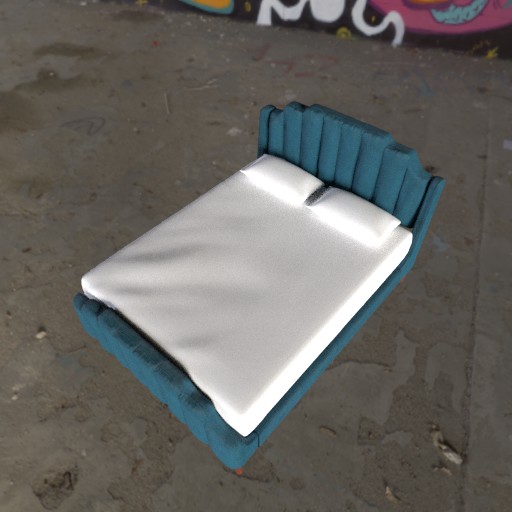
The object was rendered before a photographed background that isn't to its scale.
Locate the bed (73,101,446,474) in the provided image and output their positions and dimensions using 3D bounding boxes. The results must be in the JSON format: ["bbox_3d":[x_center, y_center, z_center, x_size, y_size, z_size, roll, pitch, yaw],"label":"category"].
[{"bbox_3d":[0.000,0.000,3.351,1.676,1.351,2.322,33,55,27],"label":"bed"}]
